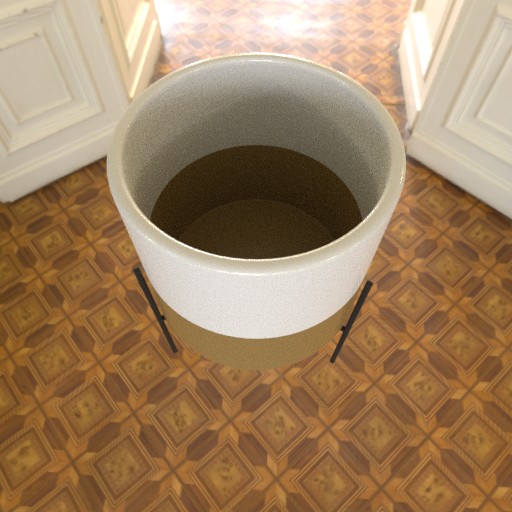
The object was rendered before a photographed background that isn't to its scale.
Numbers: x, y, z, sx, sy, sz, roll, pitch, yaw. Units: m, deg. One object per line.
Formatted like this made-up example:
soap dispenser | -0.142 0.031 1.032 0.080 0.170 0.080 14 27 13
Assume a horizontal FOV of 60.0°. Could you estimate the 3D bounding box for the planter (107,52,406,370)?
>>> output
planter | 0.000 0.000 0.629 0.310 0.432 0.310 -37 66 -20
